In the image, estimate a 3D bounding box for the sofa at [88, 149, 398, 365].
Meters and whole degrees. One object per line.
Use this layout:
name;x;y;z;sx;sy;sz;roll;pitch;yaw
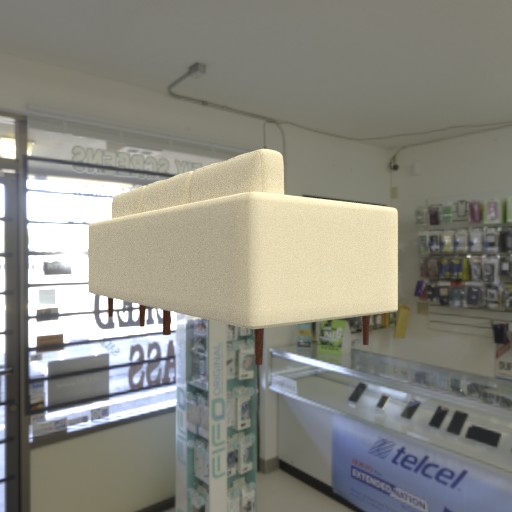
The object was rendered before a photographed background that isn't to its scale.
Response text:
sofa;0.000;0.000;2.903;1.580;0.899;2.029;0;0;-37
